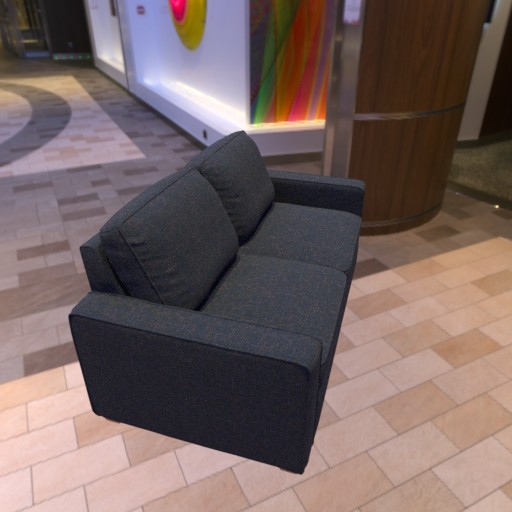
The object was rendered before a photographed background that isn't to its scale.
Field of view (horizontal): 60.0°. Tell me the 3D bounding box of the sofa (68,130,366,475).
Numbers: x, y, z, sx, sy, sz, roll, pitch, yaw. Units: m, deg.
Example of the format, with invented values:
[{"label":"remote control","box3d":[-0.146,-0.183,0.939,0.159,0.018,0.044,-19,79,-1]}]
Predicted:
[{"label":"sofa","box3d":[0.000,0.000,2.258,0.947,0.918,1.709,9,32,15]}]
